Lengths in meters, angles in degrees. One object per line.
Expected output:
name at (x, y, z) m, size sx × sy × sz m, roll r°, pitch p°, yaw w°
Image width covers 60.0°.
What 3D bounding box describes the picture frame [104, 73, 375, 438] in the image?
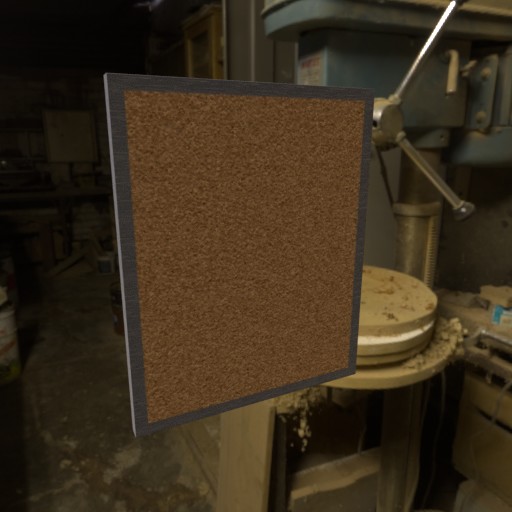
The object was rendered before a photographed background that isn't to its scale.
picture frame at (0.000, 0.000, 0.765) m, size 0.454 × 0.559 × 0.029 m, roll -7°, pitch 17°, yaw -26°
